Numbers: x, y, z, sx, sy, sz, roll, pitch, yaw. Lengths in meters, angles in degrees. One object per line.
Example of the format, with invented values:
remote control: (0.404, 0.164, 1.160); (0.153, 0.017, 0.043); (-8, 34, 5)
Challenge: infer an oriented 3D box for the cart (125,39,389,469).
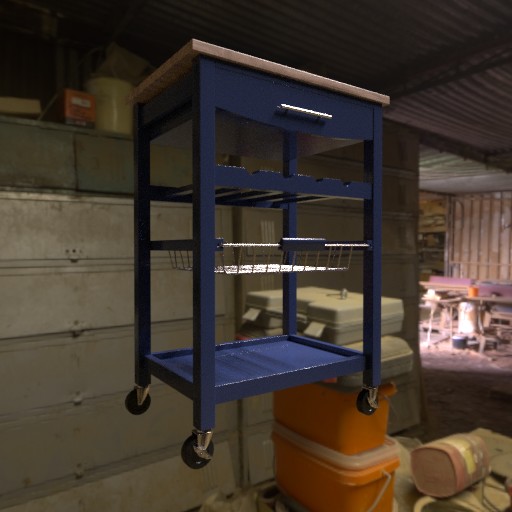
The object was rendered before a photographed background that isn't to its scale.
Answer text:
cart: (0.000, 0.000, 1.172); (0.584, 0.839, 0.403); (-1, 1, -34)
